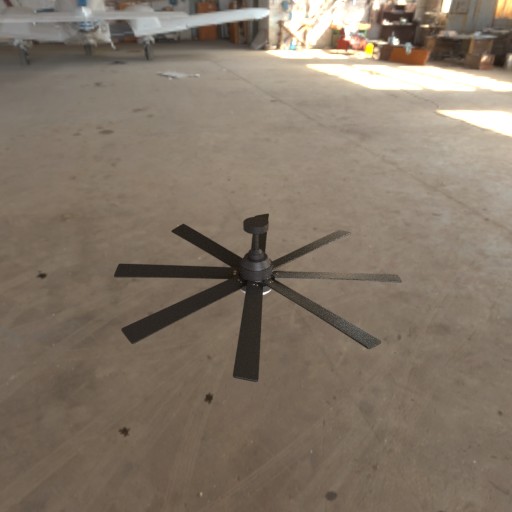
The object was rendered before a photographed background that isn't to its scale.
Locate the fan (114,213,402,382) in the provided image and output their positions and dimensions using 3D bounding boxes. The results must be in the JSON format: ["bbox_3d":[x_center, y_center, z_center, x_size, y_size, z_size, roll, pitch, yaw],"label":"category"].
[{"bbox_3d":[0.000,0.000,2.786,1.830,0.472,1.830,2,30,3],"label":"fan"}]
